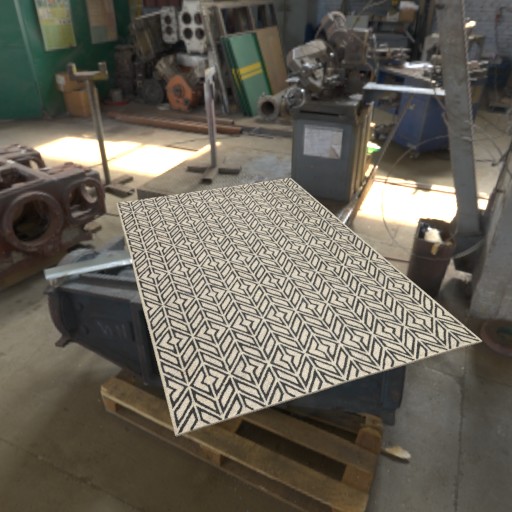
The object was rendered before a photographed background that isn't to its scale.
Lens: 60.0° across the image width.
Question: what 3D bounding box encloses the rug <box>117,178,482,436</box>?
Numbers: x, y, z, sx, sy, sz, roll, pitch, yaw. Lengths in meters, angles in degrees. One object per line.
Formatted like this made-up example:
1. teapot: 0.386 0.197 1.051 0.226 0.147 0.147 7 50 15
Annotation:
1. rug: 0.000 0.000 2.291 1.220 0.007 1.828 -11 33 -17
